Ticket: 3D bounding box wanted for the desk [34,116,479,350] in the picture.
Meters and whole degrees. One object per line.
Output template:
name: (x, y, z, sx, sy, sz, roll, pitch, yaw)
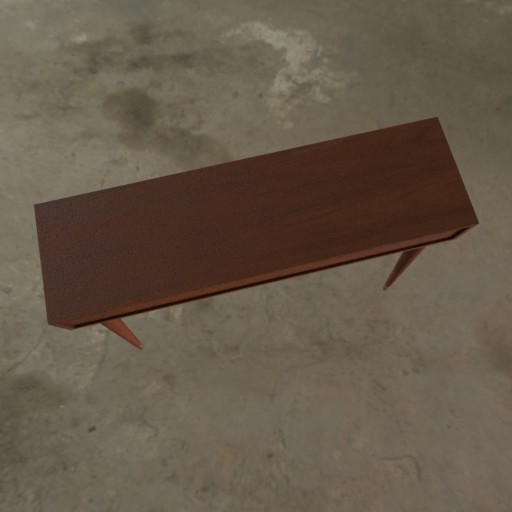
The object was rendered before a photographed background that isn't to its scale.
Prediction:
desk: (0.000, 0.000, 1.683, 1.204, 0.917, 0.384, -13, 75, -3)
